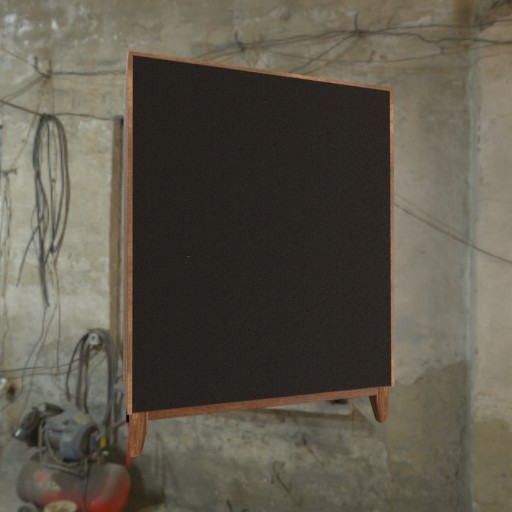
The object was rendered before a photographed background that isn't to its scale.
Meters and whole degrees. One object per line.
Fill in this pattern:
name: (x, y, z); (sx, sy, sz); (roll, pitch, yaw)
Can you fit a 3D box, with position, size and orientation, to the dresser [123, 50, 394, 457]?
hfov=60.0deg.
dresser: (0.000, 0.000, 1.876); (1.062, 1.393, 0.442); (0, 0, -18)
